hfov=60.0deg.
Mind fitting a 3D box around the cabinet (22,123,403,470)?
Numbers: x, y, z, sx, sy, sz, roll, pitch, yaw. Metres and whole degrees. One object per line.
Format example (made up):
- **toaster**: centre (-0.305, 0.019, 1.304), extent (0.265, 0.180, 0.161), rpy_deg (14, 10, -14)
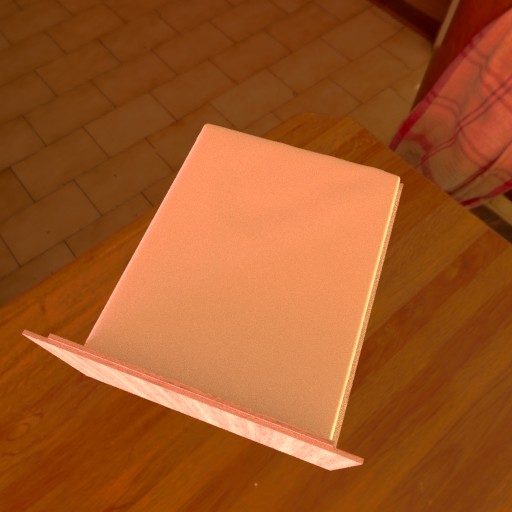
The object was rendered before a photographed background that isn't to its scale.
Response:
- **cabinet**: centre (0.000, 0.000, 2.956), extent (1.750, 0.970, 2.080), rpy_deg (18, 64, 9)
